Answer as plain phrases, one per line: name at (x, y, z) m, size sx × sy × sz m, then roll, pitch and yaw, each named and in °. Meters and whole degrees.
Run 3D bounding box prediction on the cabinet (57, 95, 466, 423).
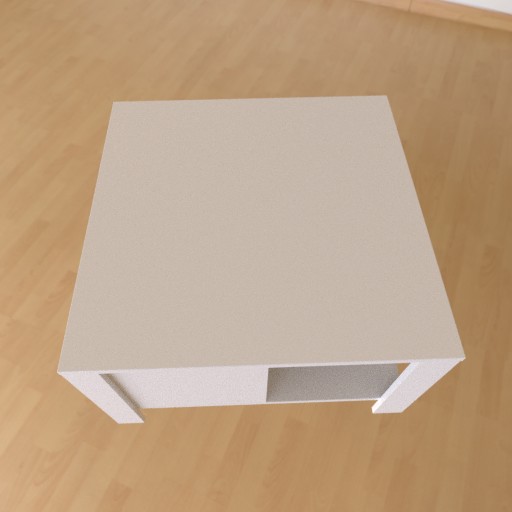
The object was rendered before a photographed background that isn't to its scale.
cabinet at (0.000, 0.000, 1.274) m, size 0.800 × 0.460 × 0.800 m, roll -2°, pitch 57°, yaw -1°
